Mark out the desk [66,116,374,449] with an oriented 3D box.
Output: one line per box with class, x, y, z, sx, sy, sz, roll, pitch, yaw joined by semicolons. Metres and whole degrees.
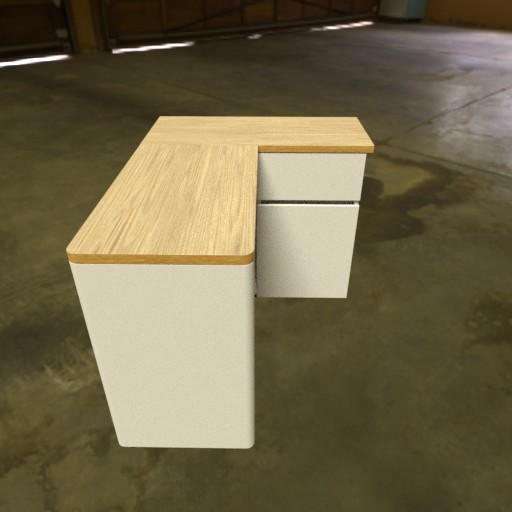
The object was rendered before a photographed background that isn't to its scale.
desk;0.000;0.000;1.740;0.900;0.760;1.170;0;33;1
